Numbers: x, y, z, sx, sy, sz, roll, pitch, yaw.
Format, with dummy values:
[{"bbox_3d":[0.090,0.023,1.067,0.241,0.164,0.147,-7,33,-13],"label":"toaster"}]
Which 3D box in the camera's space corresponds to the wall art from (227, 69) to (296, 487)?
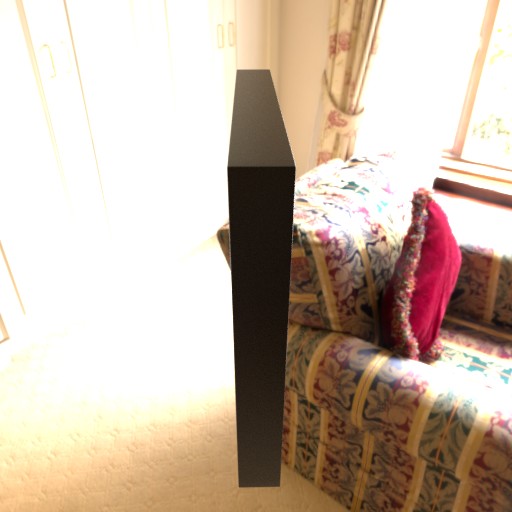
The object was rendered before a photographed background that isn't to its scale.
[{"bbox_3d":[0.000,0.000,0.442,0.037,0.299,0.299,-1,32,-1],"label":"wall art"}]
